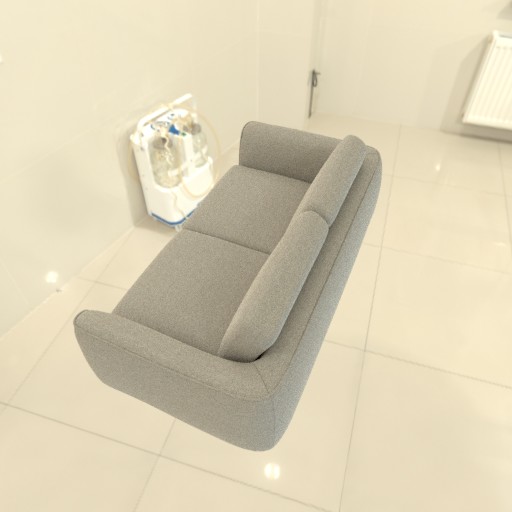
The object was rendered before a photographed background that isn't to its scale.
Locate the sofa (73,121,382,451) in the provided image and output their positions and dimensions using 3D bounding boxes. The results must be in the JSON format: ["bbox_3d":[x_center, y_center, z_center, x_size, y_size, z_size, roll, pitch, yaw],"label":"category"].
[{"bbox_3d":[0.000,0.000,2.237,0.920,0.850,1.700,18,49,16],"label":"sofa"}]
